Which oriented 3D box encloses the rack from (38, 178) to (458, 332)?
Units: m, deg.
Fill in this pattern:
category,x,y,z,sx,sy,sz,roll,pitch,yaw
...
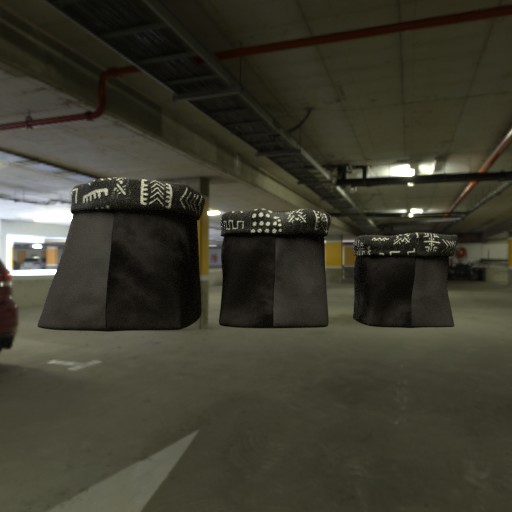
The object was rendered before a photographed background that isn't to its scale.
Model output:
category,x,y,z,sx,sy,sz,roll,pitch,yaw
rack,0.000,0.000,1.074,0.905,0.323,0.379,0,-1,1
